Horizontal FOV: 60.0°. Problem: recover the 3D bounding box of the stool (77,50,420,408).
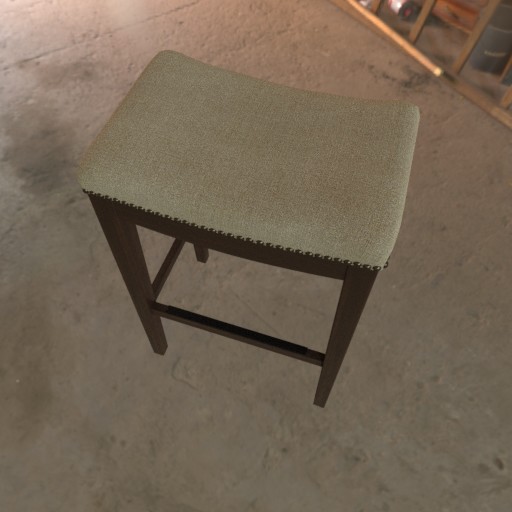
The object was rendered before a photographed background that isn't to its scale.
[{"bbox_3d":[0.000,0.000,1.024,0.509,0.768,0.363,15,59,10],"label":"stool"}]
